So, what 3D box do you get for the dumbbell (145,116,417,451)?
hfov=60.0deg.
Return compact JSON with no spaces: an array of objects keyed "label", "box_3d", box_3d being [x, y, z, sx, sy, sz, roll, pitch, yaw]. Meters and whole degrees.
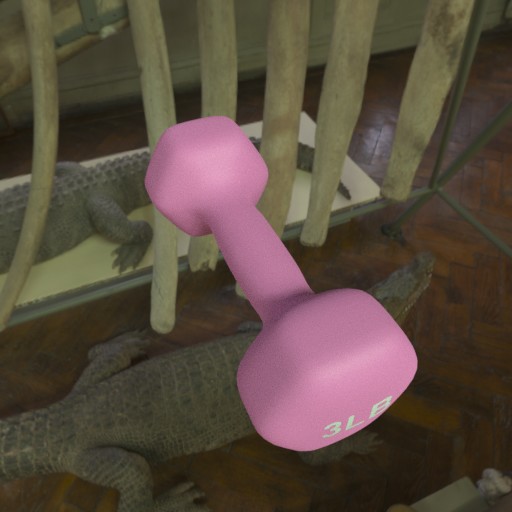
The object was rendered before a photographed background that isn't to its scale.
[{"label":"dumbbell","box_3d":[0.000,0.000,0.192,0.064,0.058,0.159,-18,50,-16]}]
